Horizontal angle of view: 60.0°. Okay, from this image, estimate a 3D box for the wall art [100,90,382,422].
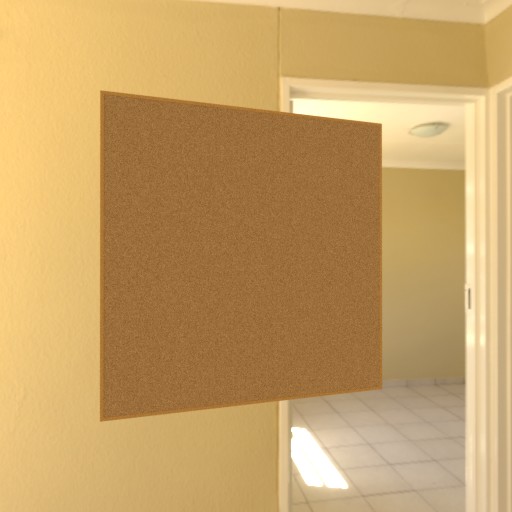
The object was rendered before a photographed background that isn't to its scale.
[{"bbox_3d":[0.000,0.000,1.449,0.962,0.959,0.013,0,0,-19],"label":"wall art"}]
